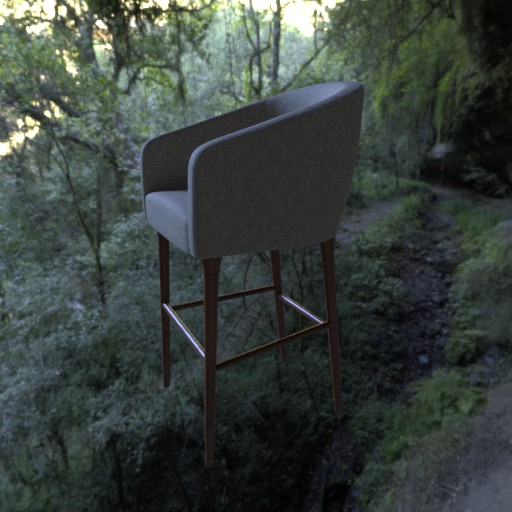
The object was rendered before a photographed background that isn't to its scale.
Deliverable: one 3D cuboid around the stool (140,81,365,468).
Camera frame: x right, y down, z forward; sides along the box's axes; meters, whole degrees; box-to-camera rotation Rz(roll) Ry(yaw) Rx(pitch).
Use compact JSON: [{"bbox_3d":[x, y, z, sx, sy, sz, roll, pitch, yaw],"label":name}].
[{"bbox_3d":[0.000,0.000,1.441,0.607,1.078,0.559,-8,18,-25],"label":"stool"}]
